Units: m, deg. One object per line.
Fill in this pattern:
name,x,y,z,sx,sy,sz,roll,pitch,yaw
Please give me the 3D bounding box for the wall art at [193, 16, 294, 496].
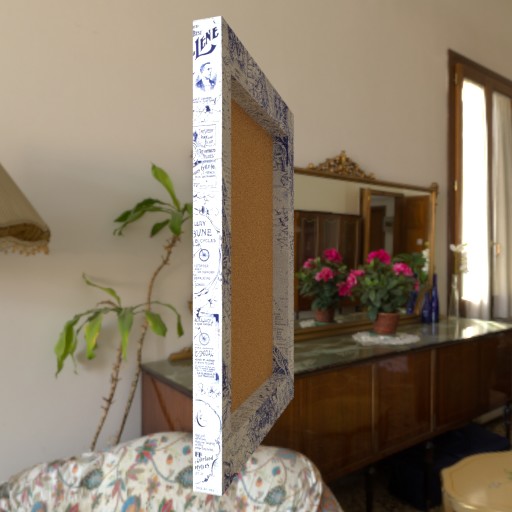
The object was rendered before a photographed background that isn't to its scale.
wall art,0.000,0.000,0.754,0.040,0.601,0.408,0,0,18
